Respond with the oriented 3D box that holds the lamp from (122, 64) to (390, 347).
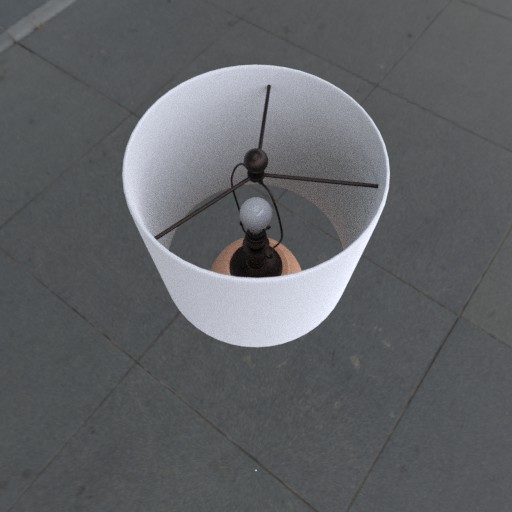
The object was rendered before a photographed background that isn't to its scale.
[{"bbox_3d":[0.000,0.000,0.791,0.329,0.570,0.329,0,64,0],"label":"lamp"}]
